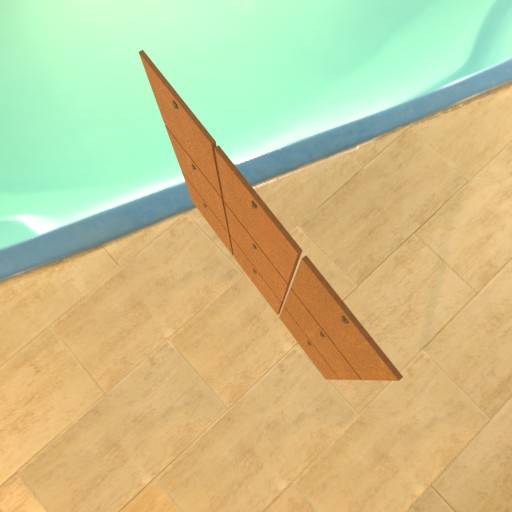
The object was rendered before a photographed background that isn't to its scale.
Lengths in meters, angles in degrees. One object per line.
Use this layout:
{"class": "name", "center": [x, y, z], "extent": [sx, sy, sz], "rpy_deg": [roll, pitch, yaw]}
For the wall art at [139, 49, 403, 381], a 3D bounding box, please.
{"class": "wall art", "center": [0.000, 0.000, 1.373], "extent": [0.018, 0.913, 0.915], "rpy_deg": [-35, 77, -9]}
